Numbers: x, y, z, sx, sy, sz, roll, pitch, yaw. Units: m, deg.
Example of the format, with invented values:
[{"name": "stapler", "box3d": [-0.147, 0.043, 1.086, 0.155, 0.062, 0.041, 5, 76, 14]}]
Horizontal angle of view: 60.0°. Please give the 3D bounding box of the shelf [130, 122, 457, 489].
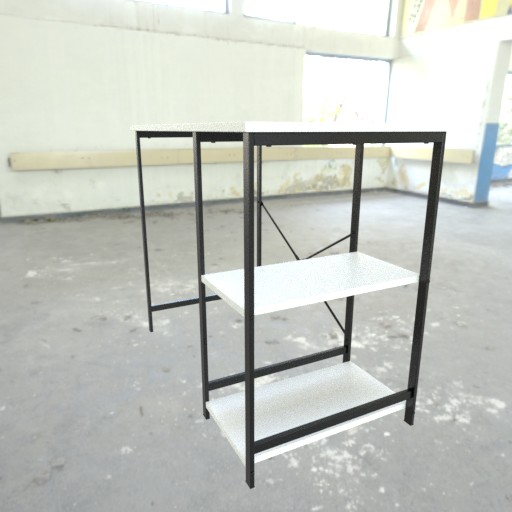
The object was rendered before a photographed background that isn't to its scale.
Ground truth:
[{"name": "shelf", "box3d": [0.000, 0.000, 1.322, 0.498, 0.750, 0.902, -8, 18, -26]}]
